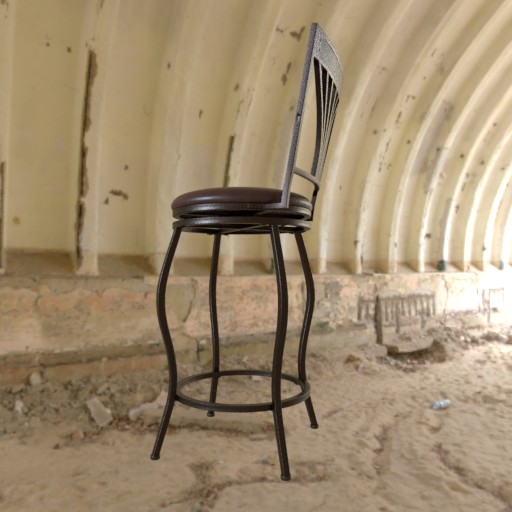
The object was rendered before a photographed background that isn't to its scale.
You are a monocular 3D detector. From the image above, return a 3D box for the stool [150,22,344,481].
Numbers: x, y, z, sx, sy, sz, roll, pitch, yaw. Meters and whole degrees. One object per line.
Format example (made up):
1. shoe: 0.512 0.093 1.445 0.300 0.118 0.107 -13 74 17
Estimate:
1. stool: 0.000 0.000 1.331 0.514 1.117 0.433 0 -1 18
